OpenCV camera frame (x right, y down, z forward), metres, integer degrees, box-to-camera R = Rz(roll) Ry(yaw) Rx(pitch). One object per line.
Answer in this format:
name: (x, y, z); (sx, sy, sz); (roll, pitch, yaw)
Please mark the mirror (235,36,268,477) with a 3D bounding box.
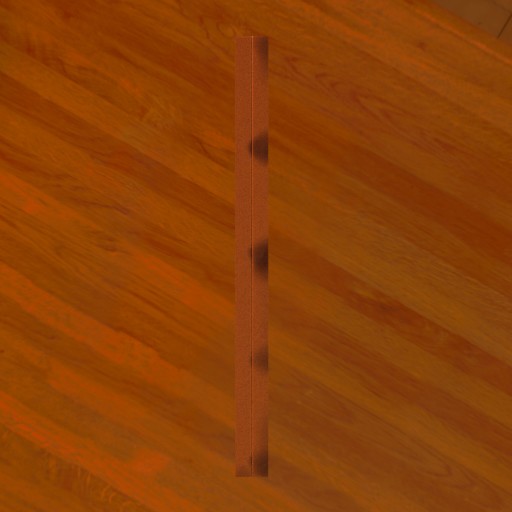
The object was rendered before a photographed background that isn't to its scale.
mirror: (0.000, 0.000, 0.764); (0.042, 0.507, 0.509); (0, 90, 1)
